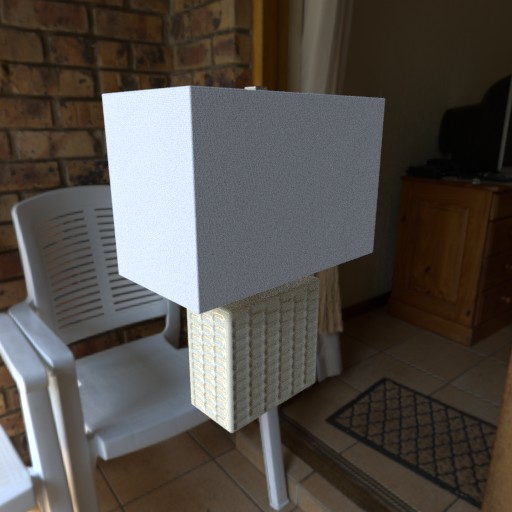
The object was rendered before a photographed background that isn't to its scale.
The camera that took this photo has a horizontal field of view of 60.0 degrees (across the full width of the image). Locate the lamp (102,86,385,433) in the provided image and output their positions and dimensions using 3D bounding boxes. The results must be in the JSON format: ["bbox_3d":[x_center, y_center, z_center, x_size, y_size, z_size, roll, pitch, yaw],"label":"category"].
[{"bbox_3d":[0.000,0.000,0.719,0.380,0.515,0.200,-16,23,-42],"label":"lamp"}]
